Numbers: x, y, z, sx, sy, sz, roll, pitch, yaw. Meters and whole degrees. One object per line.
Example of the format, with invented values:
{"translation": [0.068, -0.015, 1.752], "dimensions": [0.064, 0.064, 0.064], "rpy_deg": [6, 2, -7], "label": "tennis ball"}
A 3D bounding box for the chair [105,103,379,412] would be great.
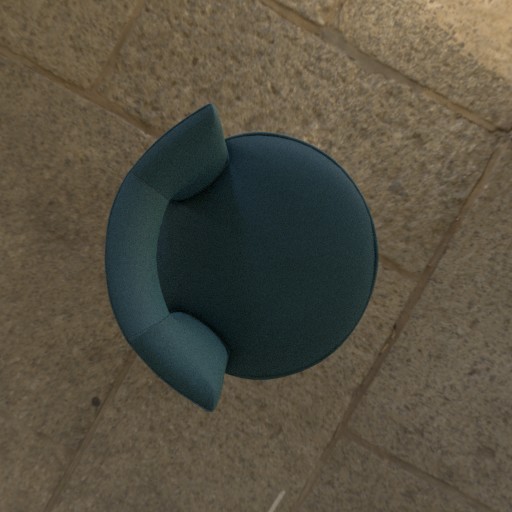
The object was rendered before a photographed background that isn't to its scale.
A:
{"translation": [0.000, 0.000, 1.263], "dimensions": [0.660, 0.711, 0.684], "rpy_deg": [0, 91, 0], "label": "chair"}
